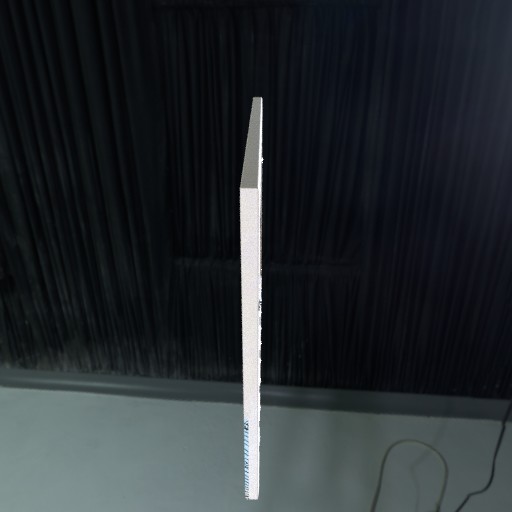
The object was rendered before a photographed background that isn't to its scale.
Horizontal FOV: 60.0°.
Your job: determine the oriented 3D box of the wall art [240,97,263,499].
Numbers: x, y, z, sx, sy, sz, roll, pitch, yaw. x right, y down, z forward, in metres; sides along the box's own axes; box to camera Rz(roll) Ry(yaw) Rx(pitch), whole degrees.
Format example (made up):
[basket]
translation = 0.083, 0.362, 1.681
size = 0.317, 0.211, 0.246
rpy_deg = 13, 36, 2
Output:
[wall art]
translation = 0.000, 0.000, 1.579
size = 0.042, 0.912, 1.219
rpy_deg = 0, 27, 1
